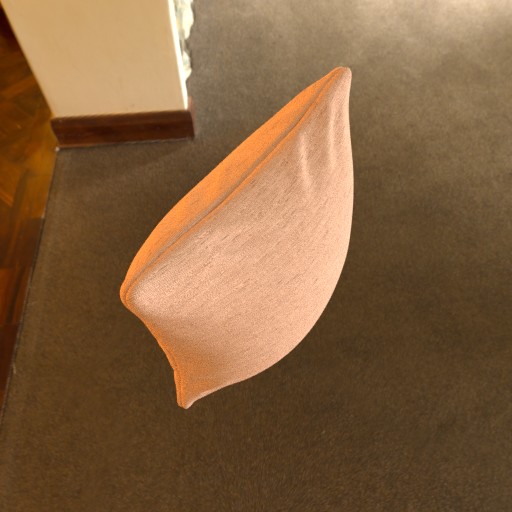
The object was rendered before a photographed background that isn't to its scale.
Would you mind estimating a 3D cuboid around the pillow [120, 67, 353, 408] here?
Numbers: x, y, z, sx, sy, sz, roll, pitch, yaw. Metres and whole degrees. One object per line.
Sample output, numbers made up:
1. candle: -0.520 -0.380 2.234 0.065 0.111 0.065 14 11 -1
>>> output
1. pillow: 0.000 0.000 0.674 0.246 0.415 0.432 30 62 18
